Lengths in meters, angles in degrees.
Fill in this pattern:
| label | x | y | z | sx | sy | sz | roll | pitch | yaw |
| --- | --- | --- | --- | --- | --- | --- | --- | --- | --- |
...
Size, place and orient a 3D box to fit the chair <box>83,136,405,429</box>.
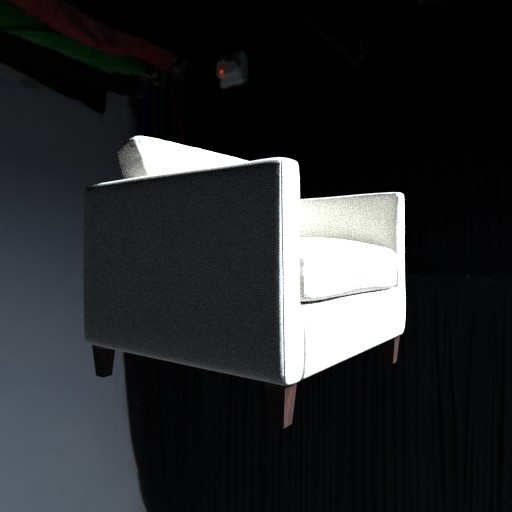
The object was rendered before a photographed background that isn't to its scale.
| label | x | y | z | sx | sy | sz | roll | pitch | yaw |
| --- | --- | --- | --- | --- | --- | --- | --- | --- | --- |
| chair | 0.000 | 0.000 | 1.798 | 0.959 | 0.919 | 0.996 | 0 | 1 | 36 |
